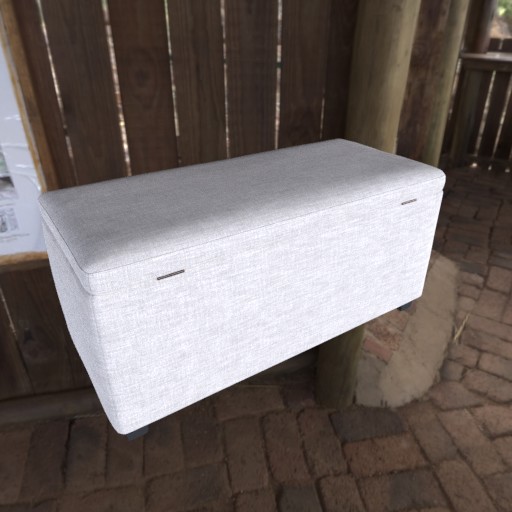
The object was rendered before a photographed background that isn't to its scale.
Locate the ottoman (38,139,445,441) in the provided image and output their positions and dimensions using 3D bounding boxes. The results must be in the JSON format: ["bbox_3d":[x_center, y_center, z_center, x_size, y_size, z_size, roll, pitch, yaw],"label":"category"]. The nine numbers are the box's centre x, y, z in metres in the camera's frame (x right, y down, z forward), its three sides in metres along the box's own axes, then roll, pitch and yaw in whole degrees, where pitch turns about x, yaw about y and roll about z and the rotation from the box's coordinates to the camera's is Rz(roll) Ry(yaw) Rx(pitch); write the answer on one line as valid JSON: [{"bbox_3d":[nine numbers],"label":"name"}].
[{"bbox_3d":[0.000,0.000,1.115,0.902,0.432,0.419,-18,33,-29],"label":"ottoman"}]
